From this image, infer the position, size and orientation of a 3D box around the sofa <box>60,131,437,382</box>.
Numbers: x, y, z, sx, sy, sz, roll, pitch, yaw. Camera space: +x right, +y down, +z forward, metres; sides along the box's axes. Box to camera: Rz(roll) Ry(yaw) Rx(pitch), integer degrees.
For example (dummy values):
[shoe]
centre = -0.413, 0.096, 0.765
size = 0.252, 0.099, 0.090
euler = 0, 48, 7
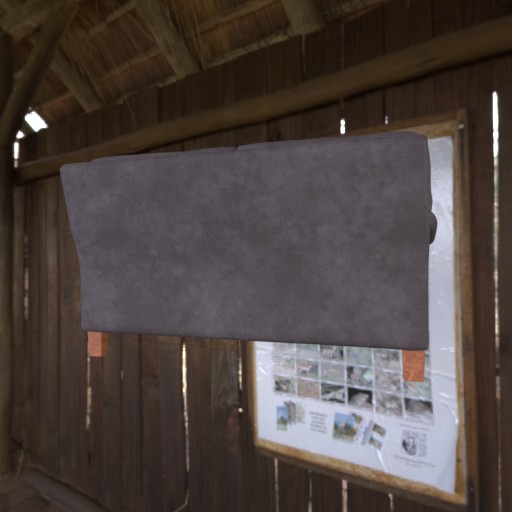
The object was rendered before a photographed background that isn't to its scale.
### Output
[sofa]
centre = 0.000, 0.000, 2.491
size = 1.853, 1.101, 1.084
euler = 0, -1, 18
